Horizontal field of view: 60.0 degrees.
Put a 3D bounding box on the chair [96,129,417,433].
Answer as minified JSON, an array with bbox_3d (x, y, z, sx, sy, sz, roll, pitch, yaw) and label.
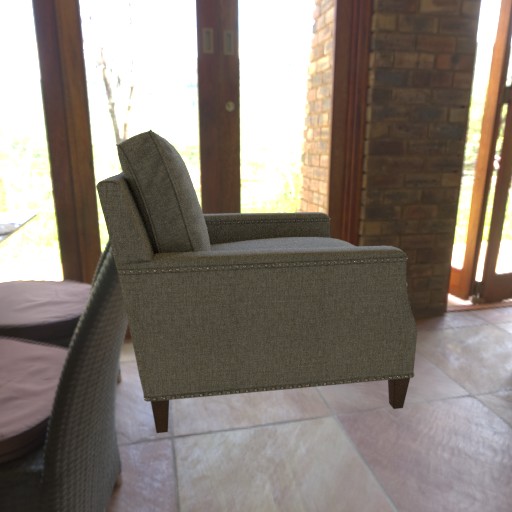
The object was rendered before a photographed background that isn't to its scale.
[{"bbox_3d":[0.000,0.000,1.753,1.014,0.943,0.853,-2,14,-9],"label":"chair"}]
